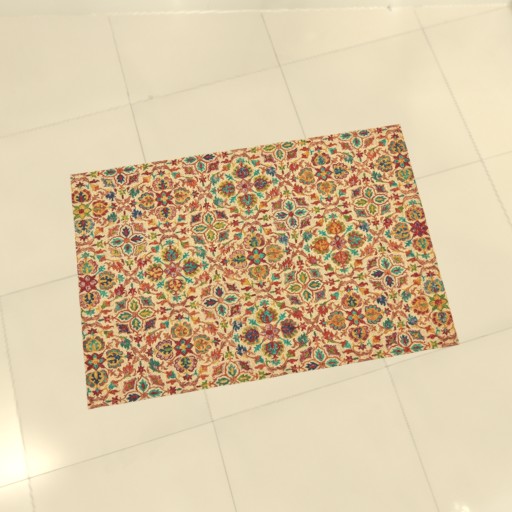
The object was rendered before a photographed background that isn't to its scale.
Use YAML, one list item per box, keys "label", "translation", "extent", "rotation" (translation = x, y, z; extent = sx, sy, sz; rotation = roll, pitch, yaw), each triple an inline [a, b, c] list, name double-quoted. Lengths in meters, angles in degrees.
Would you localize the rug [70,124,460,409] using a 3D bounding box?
- label: "rug"
  translation: [0.000, 0.000, 2.295]
  extent: [1.838, 0.013, 1.226]
  rotation: [-9, 77, -2]
